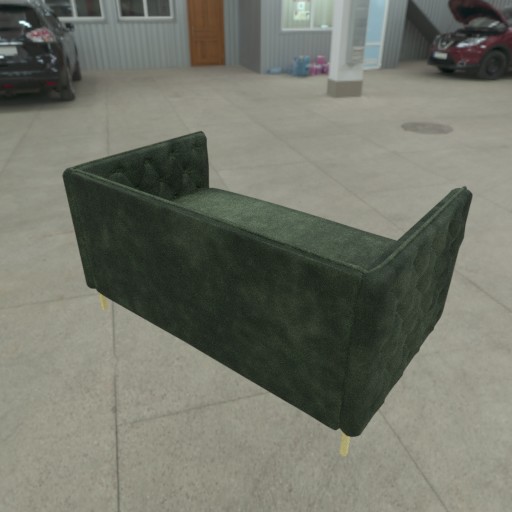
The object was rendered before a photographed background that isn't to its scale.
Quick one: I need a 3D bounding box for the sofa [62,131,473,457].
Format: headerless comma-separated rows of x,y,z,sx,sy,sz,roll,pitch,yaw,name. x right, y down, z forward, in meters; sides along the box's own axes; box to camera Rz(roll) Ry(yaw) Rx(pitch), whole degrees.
0.000,0.000,2.028,1.537,0.768,0.895,21,36,32,sofa
